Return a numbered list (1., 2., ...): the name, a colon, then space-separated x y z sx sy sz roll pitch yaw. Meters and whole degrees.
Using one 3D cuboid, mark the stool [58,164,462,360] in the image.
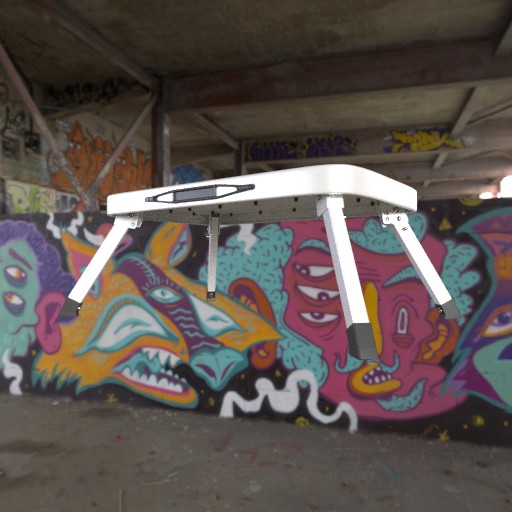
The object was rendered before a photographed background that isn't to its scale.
1. stool: 0.000 0.000 0.606 0.460 0.170 0.320 0 -1 36
